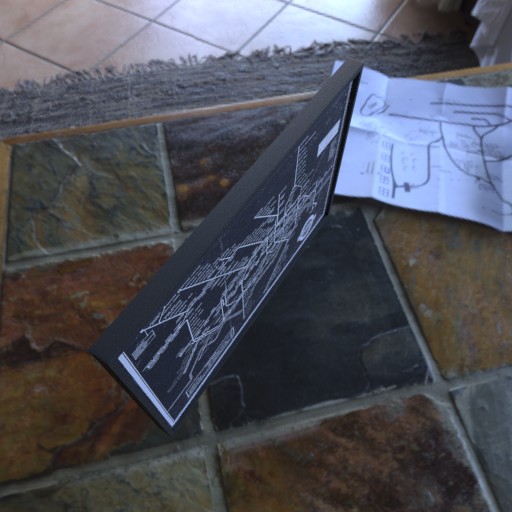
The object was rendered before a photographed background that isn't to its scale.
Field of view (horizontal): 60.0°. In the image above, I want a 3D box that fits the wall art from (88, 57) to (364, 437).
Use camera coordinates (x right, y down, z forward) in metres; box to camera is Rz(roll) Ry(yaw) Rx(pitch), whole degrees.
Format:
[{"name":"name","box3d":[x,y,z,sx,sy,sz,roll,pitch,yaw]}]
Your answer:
[{"name":"wall art","box3d":[0.000,0.000,0.565,0.021,0.301,0.443,29,62,17]}]
